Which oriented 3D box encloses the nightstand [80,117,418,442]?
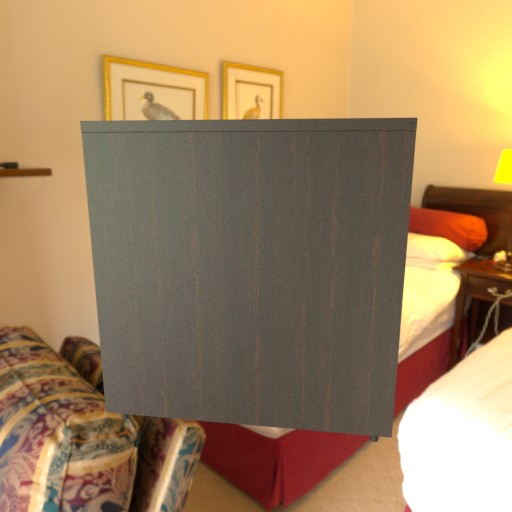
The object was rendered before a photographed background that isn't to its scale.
[{"bbox_3d":[0.000,0.000,0.824,0.461,0.460,0.400,2,13,8],"label":"nightstand"}]
